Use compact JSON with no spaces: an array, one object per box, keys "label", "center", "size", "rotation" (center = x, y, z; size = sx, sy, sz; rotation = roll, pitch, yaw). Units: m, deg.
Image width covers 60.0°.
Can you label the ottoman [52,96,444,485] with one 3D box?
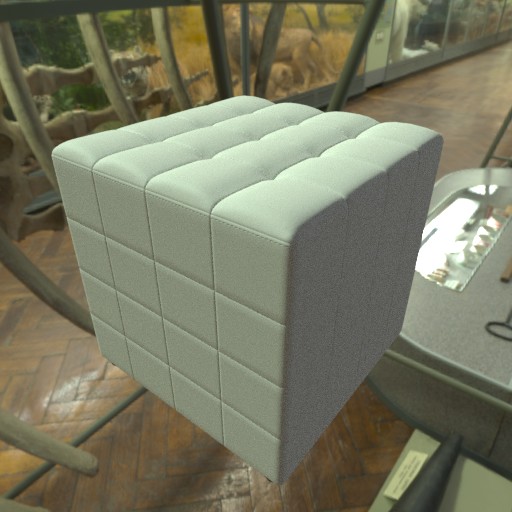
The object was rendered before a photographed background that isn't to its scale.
[{"label":"ottoman","center":[0.000,0.000,0.769],"size":[0.425,0.432,0.425],"rotation":[23,38,32]}]
